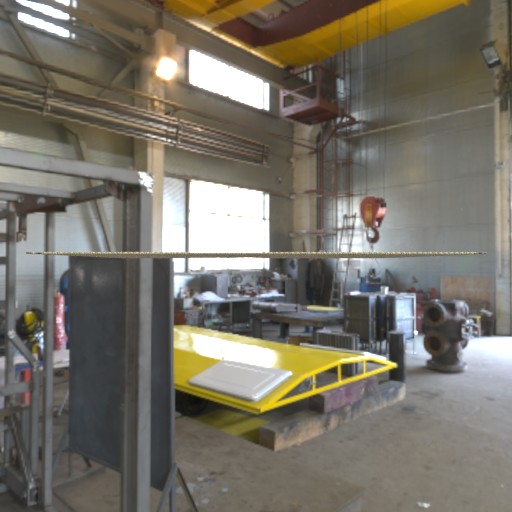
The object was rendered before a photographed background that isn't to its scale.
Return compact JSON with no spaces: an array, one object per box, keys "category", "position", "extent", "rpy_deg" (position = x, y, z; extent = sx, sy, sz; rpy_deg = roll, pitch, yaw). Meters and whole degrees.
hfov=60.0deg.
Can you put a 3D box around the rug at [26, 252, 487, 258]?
[{"category":"rug","position":[0.000,0.000,2.330],"extent":[1.802,0.008,1.247],"rpy_deg":[0,-1,-1]}]
